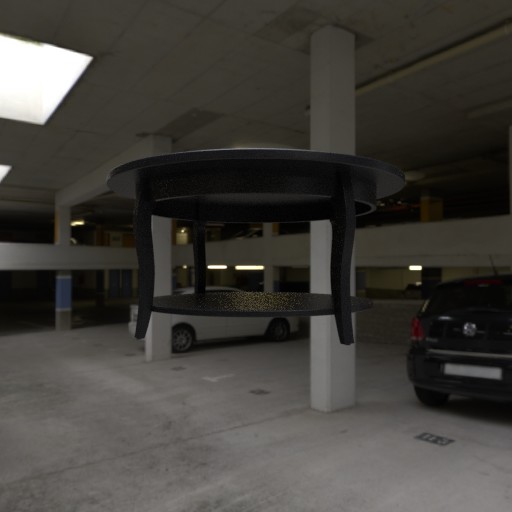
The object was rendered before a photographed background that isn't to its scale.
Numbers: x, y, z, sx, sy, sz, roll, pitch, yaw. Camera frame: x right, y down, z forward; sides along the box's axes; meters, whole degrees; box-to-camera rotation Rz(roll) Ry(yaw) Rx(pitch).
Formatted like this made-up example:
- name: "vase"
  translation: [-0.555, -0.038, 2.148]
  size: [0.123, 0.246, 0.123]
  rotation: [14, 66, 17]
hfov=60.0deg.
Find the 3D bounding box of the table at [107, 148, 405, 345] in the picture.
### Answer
- name: "table"
  translation: [0.000, 0.000, 1.427]
  size: [0.914, 0.457, 0.914]
  rotation: [0, -1, 0]
